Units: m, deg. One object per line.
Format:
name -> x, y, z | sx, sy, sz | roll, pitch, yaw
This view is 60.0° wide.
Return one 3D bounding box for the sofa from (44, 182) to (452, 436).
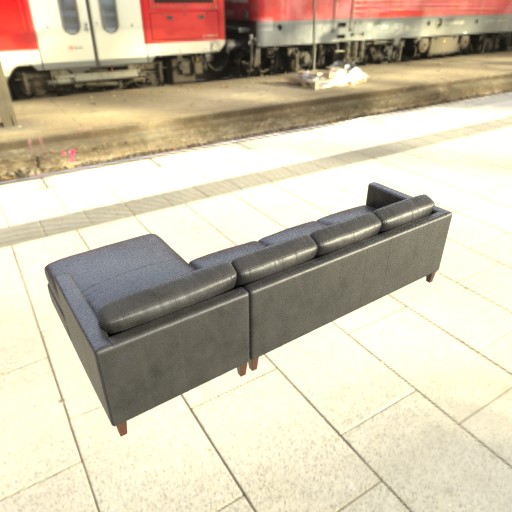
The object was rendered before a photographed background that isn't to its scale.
sofa -> 0.000, 0.000, 3.888 | 3.203, 0.883, 1.581 | -19, 35, -29
